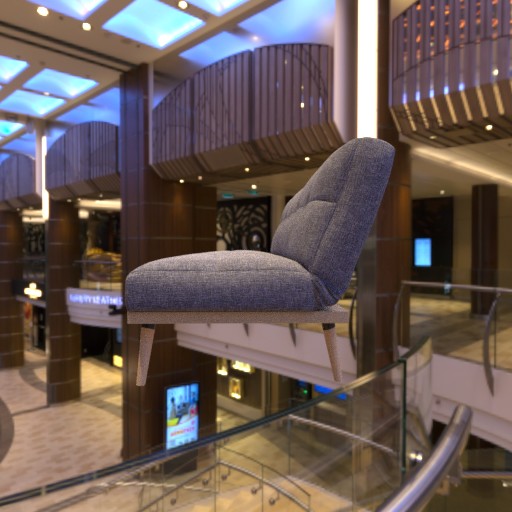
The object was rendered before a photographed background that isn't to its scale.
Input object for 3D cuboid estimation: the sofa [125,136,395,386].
[{"bbox_3d":[0.000,0.000,2.213,0.820,0.770,1.820,0,1,-1],"label":"sofa"}]
